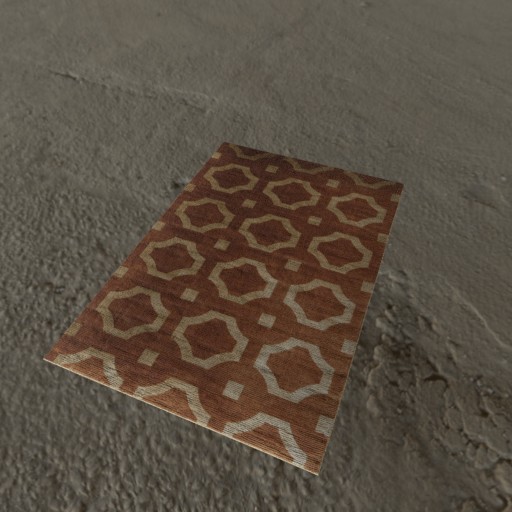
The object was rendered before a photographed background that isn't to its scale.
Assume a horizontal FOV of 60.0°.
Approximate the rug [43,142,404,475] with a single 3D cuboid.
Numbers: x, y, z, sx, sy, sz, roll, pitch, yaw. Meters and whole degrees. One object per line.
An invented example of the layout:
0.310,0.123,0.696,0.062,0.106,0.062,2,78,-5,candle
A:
0.000,0.000,2.920,1.555,0.016,2.286,17,49,15,rug
